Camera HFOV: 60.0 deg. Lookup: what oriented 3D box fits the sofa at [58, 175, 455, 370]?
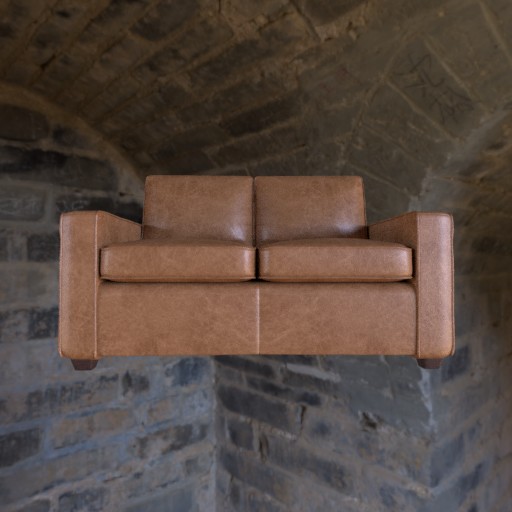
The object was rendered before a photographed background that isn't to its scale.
[{"bbox_3d":[0.000,0.000,2.170,1.532,0.896,1.020,0,-1,-1],"label":"sofa"}]
